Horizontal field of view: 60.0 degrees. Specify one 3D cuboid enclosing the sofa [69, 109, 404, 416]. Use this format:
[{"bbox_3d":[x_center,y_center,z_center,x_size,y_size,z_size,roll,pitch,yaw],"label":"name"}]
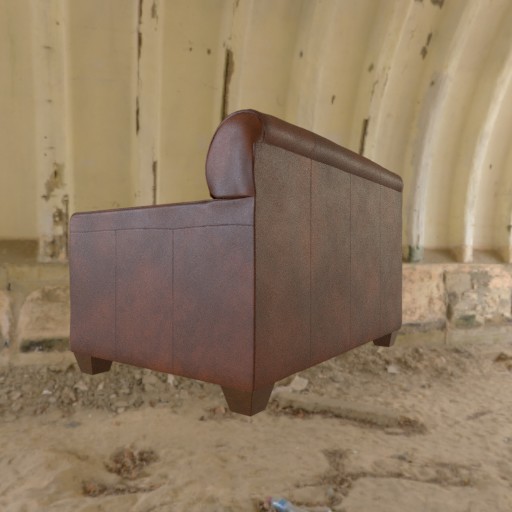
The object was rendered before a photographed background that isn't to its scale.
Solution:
[{"bbox_3d":[0.000,0.000,2.107,1.000,0.956,1.413,0,0,36],"label":"sofa"}]
